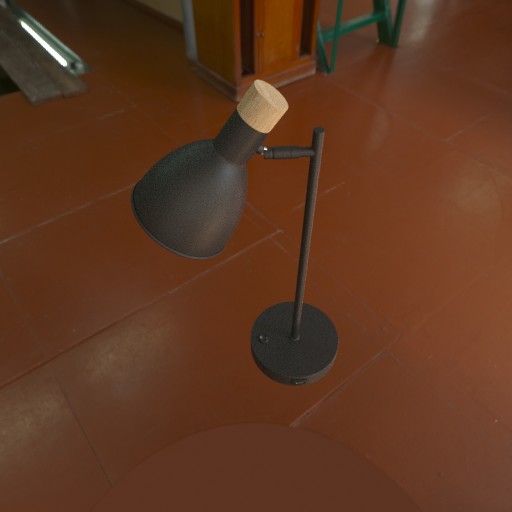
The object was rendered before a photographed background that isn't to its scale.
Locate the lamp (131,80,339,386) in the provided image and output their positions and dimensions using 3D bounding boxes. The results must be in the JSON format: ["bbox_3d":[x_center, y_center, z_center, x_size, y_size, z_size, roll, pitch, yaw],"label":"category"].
[{"bbox_3d":[0.000,0.000,0.597,0.287,0.483,0.152,-3,48,-3],"label":"lamp"}]
